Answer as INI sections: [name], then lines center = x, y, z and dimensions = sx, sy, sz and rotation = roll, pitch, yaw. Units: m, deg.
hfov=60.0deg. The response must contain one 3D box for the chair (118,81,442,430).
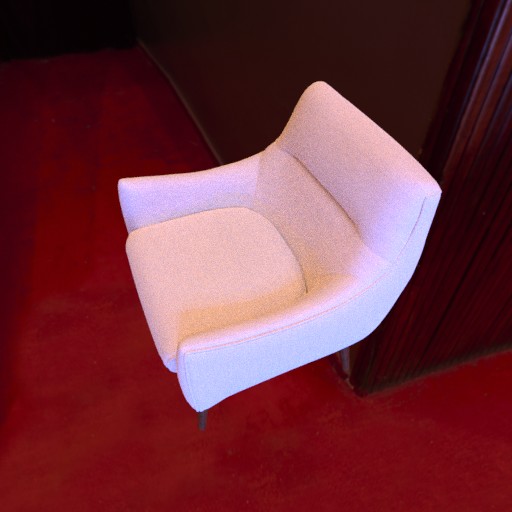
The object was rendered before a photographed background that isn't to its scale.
[chair]
center = 0.000, 0.000, 1.465
dimensions = 0.787, 0.838, 0.762
rotation = -17, 49, -16
